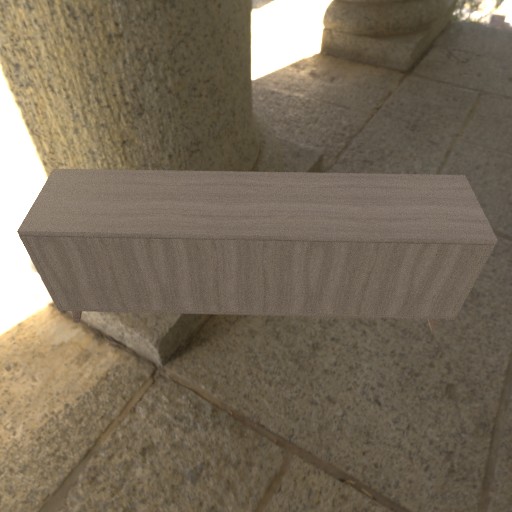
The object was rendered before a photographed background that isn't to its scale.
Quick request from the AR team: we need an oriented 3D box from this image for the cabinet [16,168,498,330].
[{"bbox_3d":[0.000,0.000,2.471,2.198,0.779,0.499,1,46,1],"label":"cabinet"}]
